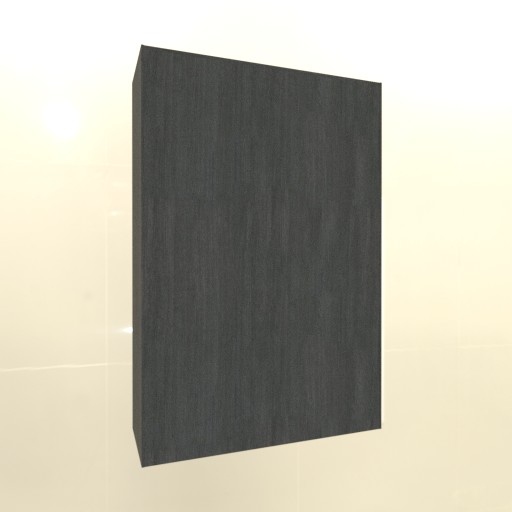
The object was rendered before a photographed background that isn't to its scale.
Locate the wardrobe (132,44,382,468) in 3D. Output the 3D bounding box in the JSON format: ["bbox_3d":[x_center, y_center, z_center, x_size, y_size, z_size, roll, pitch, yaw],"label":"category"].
[{"bbox_3d":[0.000,0.000,2.461,1.290,1.910,0.510,0,0,-20],"label":"wardrobe"}]
